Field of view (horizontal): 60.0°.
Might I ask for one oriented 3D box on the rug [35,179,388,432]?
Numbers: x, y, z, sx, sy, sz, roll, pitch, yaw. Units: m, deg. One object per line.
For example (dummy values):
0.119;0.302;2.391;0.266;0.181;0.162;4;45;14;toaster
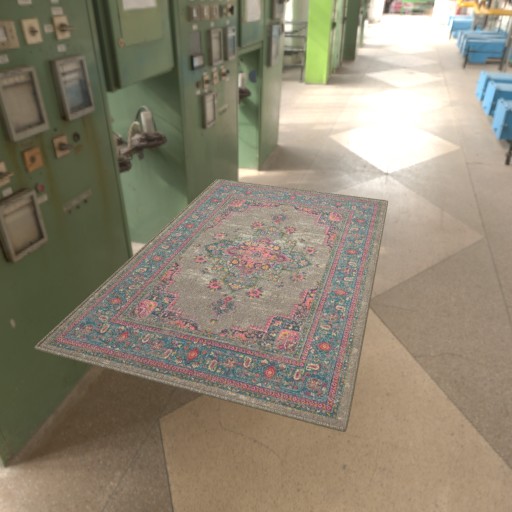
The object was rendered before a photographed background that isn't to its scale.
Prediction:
0.000;0.000;2.179;1.144;0.014;1.748;10;33;16;rug
